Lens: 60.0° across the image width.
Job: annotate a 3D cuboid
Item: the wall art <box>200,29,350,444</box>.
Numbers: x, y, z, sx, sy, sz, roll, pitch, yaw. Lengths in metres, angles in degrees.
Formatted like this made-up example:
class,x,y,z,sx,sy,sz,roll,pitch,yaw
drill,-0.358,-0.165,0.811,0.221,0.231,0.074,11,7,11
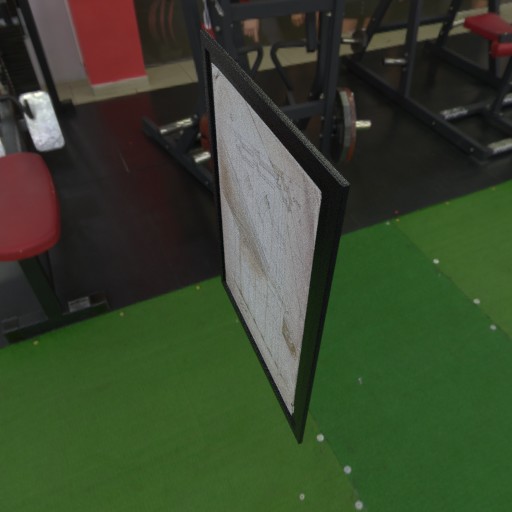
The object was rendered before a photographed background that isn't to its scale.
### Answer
class,x,y,z,sx,sy,sz,roll,pitch,yaw
wall art,0.000,0.000,1.235,0.013,0.967,0.707,-16,48,-16
